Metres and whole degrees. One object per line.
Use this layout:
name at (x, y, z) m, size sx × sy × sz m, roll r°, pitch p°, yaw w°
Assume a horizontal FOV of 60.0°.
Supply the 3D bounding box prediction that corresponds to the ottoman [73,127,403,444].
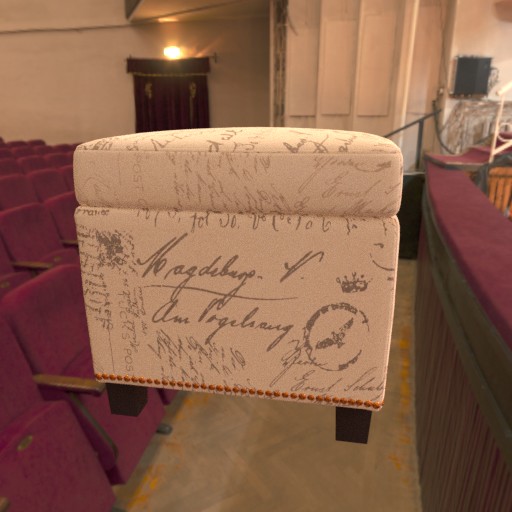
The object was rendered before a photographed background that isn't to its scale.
ottoman at (0.000, 0.000, 0.820) m, size 0.450 × 0.457 × 0.449 m, roll 3°, pitch 17°, yaw 10°
